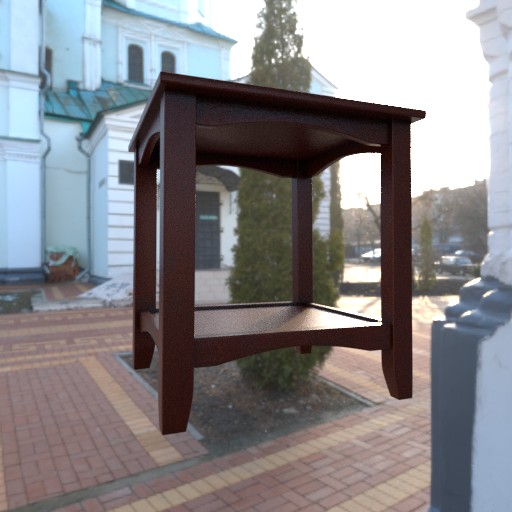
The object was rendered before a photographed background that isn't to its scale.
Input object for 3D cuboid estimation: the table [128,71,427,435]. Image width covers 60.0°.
[{"bbox_3d":[0.000,0.000,0.987,0.523,0.558,0.522,0,1,-19],"label":"table"}]
